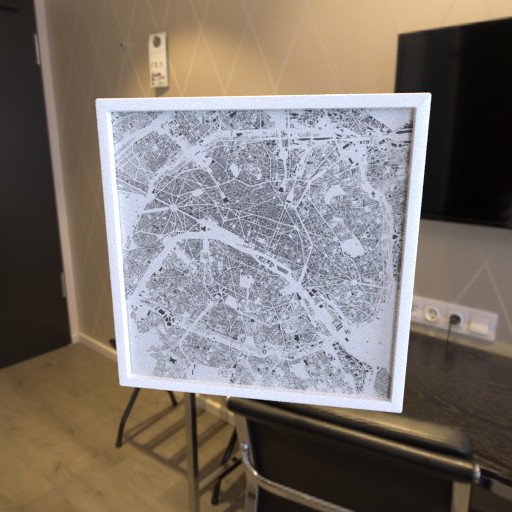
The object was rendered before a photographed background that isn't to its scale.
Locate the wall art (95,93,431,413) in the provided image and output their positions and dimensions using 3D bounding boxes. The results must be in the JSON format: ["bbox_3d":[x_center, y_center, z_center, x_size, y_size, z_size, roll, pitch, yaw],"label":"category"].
[{"bbox_3d":[0.000,0.000,0.452,0.305,0.305,0.038,2,15,10],"label":"wall art"}]
